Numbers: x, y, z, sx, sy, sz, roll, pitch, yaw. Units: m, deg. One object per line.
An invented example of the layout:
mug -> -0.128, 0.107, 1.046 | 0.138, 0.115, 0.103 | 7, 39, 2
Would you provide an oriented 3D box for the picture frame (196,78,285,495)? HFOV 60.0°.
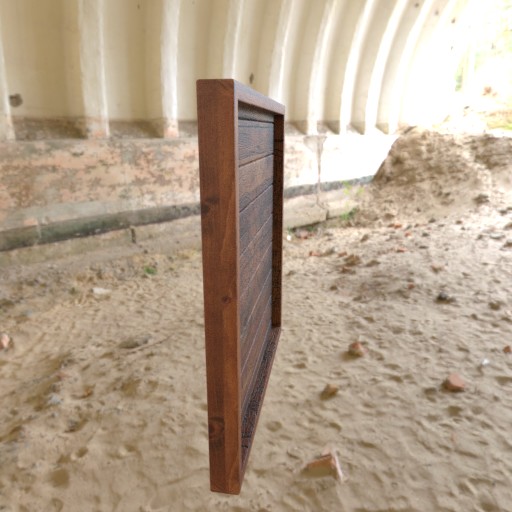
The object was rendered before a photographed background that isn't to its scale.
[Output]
picture frame -> 0.000, 0.000, 0.526 | 0.028, 0.356, 0.352 | 3, 16, 9
